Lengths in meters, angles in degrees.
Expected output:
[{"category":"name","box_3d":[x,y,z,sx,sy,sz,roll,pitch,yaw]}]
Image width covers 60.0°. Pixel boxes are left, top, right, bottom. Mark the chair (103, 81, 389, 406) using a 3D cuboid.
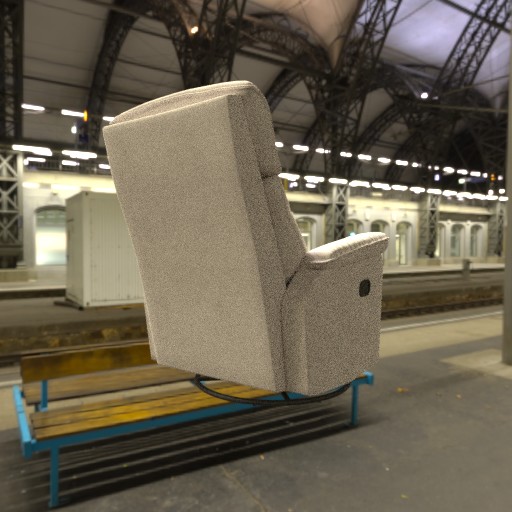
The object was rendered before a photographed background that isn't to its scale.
[{"category":"chair","box_3d":[0.000,0.000,1.746,0.820,1.039,1.001,1,2,36]}]
